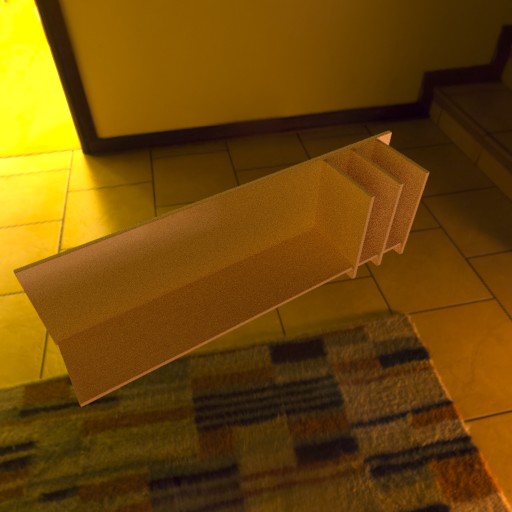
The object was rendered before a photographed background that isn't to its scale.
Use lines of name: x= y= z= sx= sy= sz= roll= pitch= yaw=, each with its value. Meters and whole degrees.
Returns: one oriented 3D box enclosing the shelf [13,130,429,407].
shelf: x=0.000 y=0.000 z=1.122 sx=1.020 sy=0.300 sz=0.200 roll=-24 pitch=50 yaw=-22
